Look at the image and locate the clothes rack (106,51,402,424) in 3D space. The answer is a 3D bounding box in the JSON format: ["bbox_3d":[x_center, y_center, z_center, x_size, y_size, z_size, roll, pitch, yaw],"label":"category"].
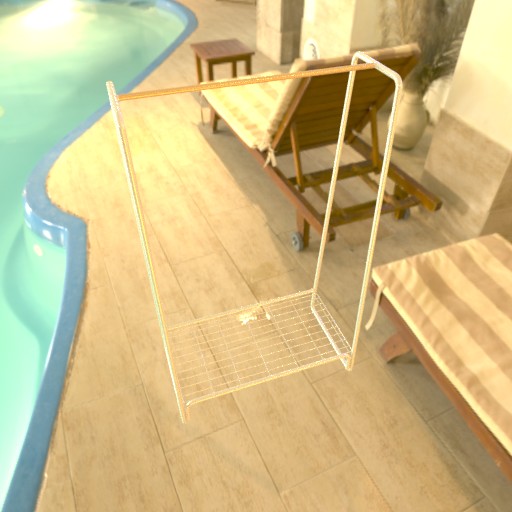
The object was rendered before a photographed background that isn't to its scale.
[{"bbox_3d":[0.000,0.000,1.894,0.900,1.500,0.495,-13,43,-14],"label":"clothes rack"}]
